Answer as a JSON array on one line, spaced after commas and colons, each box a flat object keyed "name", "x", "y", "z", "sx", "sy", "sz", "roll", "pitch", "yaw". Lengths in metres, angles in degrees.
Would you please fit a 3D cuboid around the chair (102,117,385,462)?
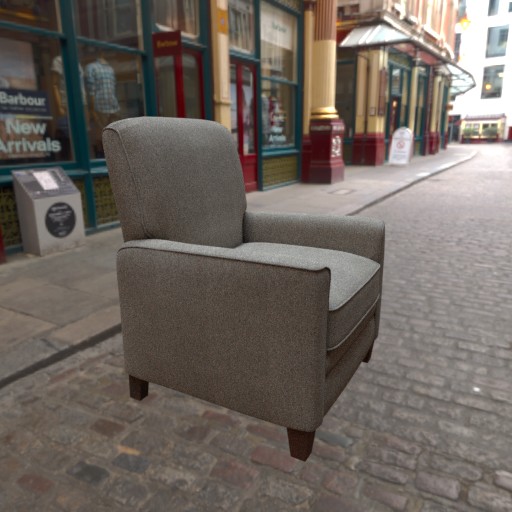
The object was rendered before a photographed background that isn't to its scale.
[{"name": "chair", "x": 0.000, "y": 0.000, "z": 1.705, "sx": 0.858, "sy": 1.028, "sz": 0.841, "roll": 8, "pitch": 17, "yaw": 28}]
